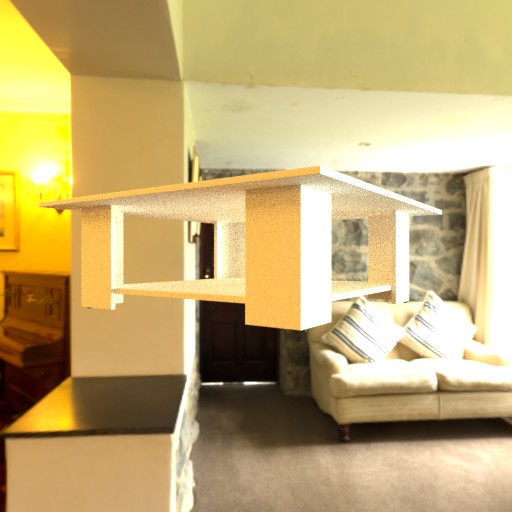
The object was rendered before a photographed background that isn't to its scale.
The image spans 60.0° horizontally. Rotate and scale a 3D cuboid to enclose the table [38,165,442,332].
[{"bbox_3d":[0.000,0.000,1.370,0.890,0.305,0.890,0,0,35],"label":"table"}]
